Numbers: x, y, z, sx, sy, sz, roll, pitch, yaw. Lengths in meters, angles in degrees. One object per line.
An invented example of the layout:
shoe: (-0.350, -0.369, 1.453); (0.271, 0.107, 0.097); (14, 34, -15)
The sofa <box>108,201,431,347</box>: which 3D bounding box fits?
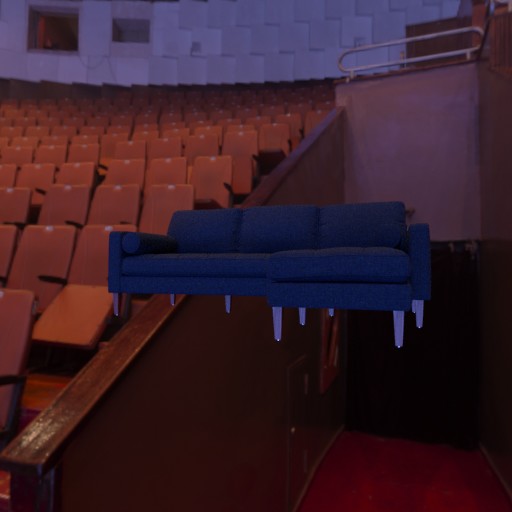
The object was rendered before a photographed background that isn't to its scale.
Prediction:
sofa: (0.000, 0.000, 2.963); (2.185, 0.841, 1.613); (0, -1, 18)
